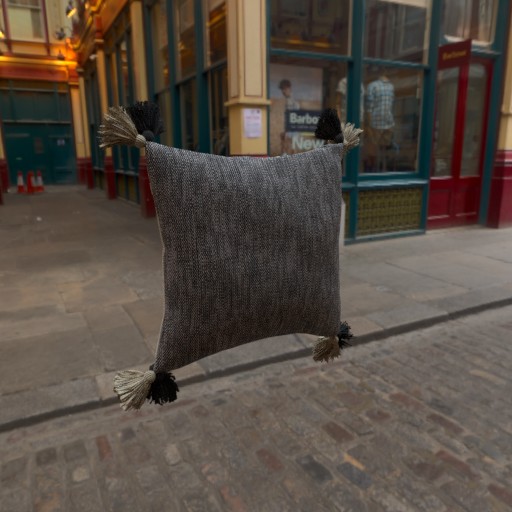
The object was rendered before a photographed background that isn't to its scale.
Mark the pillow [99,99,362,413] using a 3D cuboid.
[{"bbox_3d":[0.000,0.000,0.990,0.654,0.659,0.170,-7,15,-28],"label":"pillow"}]
